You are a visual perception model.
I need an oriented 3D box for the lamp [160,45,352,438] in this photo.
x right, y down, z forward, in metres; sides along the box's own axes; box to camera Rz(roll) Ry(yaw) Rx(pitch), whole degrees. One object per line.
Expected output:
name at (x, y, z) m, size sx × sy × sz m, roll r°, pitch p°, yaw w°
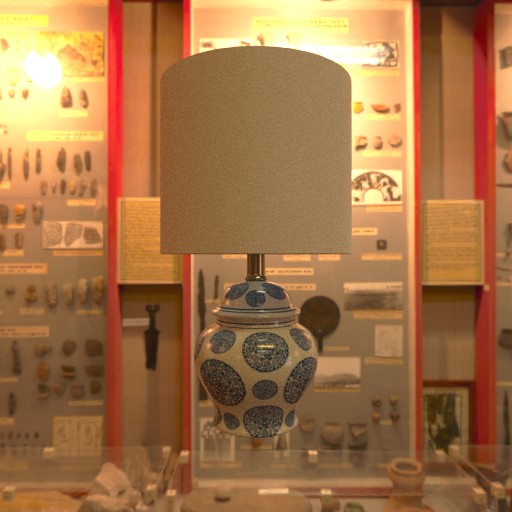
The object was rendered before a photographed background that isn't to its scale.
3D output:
lamp at (0.000, 0.000, 0.508) m, size 0.215 × 0.381 × 0.215 m, roll 0°, pitch 0°, yaw 0°
